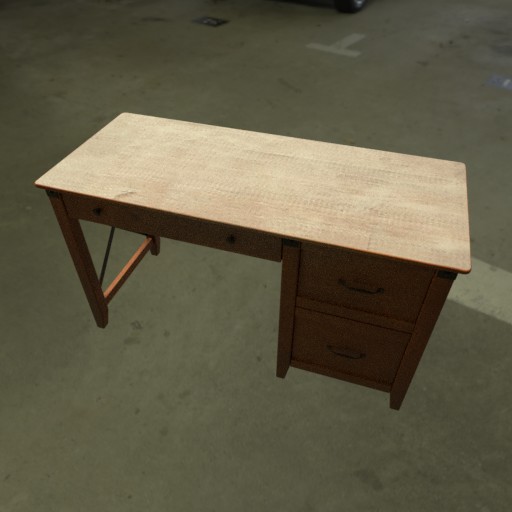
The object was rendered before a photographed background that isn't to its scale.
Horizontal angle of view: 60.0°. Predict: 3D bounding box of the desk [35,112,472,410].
[{"bbox_3d":[0.000,0.000,1.749,1.353,0.756,0.574,12,43,13],"label":"desk"}]
